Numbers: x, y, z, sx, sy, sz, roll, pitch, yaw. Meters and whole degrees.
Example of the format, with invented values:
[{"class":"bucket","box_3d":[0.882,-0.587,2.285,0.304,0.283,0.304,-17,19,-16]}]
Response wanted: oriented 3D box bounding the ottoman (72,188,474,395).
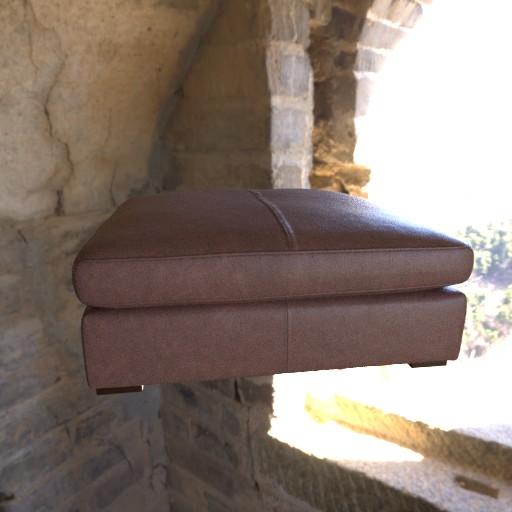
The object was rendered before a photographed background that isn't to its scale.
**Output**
[{"class":"ottoman","box_3d":[0.000,0.000,1.784,1.168,0.490,1.168,-2,15,-9]}]
